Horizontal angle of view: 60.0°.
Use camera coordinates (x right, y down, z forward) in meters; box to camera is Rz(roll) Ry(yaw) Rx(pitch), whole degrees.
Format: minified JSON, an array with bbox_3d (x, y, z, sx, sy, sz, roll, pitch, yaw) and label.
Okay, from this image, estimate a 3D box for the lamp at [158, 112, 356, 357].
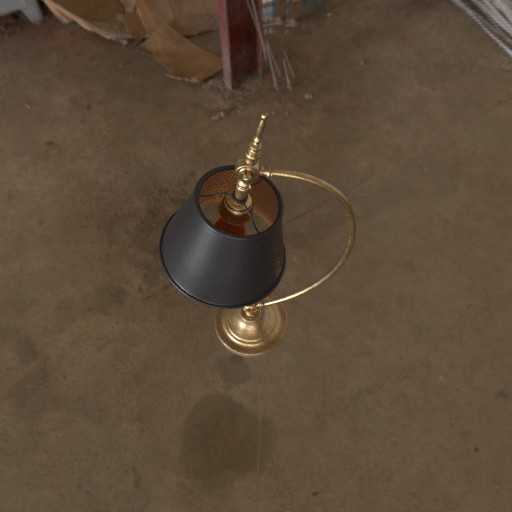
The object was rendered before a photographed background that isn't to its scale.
[{"bbox_3d":[0.000,0.000,0.823,0.344,0.675,0.235,2,59,1],"label":"lamp"}]
